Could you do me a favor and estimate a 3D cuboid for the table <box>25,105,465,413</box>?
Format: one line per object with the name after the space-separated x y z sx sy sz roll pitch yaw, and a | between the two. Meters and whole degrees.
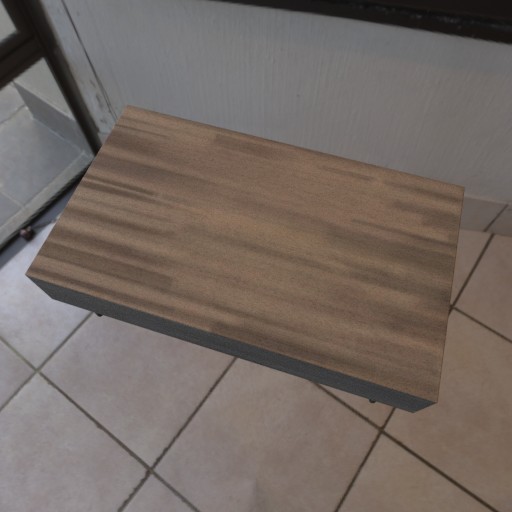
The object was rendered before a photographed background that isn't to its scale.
0.000 0.000 1.394 1.088 0.347 0.643 16 64 8 | table
